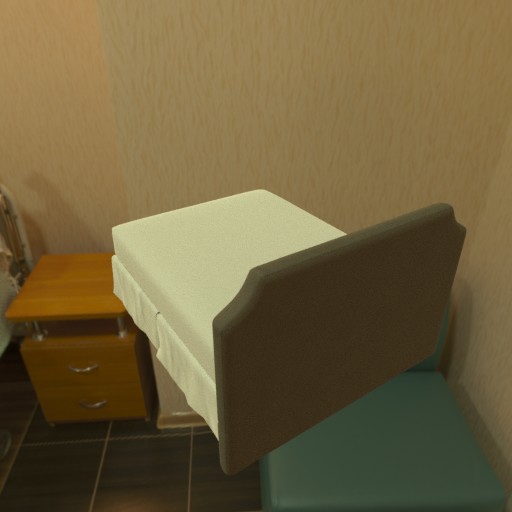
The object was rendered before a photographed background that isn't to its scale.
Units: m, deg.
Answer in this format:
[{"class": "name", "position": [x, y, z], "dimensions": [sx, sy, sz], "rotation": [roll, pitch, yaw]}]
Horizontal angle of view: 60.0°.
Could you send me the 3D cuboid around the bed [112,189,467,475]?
[{"class": "bed", "position": [0.000, 0.000, 3.378], "dimensions": [1.831, 1.297, 2.181], "rotation": [-19, 35, -29]}]
